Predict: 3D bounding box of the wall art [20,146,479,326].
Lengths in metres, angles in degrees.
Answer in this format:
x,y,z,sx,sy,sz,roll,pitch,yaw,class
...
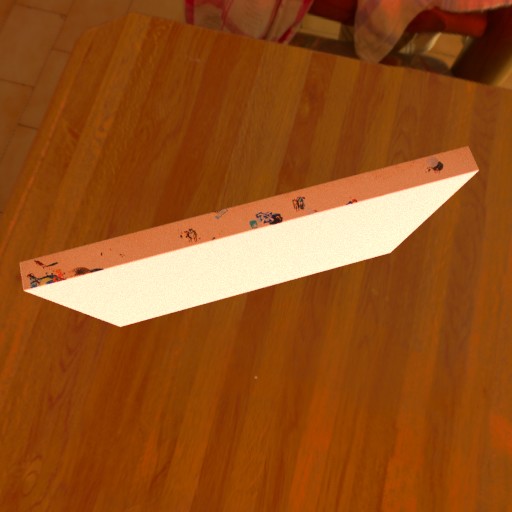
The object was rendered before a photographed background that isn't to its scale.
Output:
x,y,z,sx,sy,sz,roll,pitch,yaw,class
0.000,0.000,0.771,0.609,0.406,0.039,-15,75,-4,wall art
